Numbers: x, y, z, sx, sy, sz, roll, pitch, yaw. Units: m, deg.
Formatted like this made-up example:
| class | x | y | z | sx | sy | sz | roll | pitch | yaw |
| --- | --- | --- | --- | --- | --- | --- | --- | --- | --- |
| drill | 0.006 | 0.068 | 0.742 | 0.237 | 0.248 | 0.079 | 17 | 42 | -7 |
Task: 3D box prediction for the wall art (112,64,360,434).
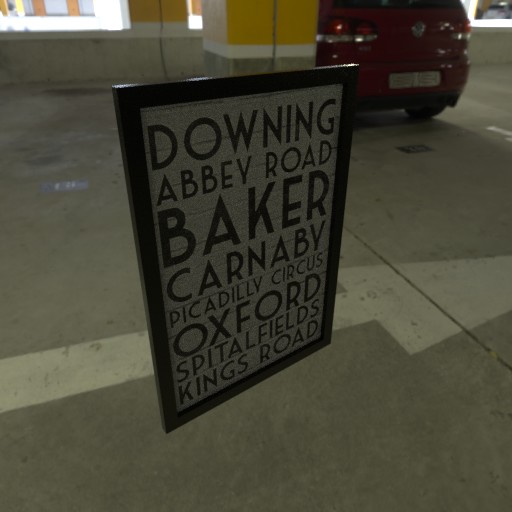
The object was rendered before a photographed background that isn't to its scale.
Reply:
| class | x | y | z | sx | sy | sz | roll | pitch | yaw |
| --- | --- | --- | --- | --- | --- | --- | --- | --- | --- |
| wall art | 0.000 | 0.000 | 0.564 | 0.304 | 0.432 | 0.013 | -20 | 35 | -32 |
